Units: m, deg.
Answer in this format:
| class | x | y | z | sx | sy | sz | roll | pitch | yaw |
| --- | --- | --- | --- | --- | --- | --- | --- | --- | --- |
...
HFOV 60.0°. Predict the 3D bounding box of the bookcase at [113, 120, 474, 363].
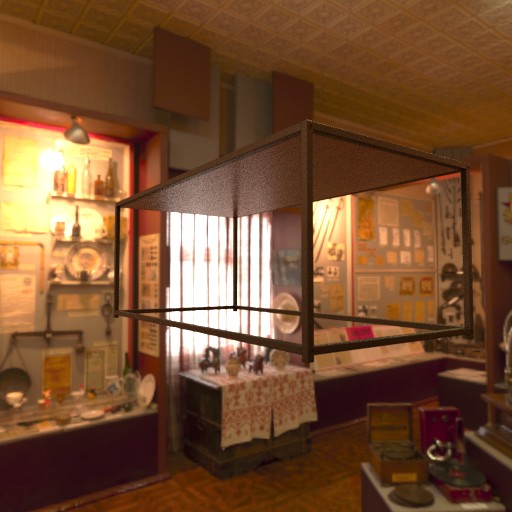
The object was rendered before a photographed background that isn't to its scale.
| class | x | y | z | sx | sy | sz | roll | pitch | yaw |
| --- | --- | --- | --- | --- | --- | --- | --- | --- | --- |
| bookcase | 0.000 | 0.000 | 1.273 | 0.500 | 0.400 | 1.000 | 2 | -3 | -35 |
